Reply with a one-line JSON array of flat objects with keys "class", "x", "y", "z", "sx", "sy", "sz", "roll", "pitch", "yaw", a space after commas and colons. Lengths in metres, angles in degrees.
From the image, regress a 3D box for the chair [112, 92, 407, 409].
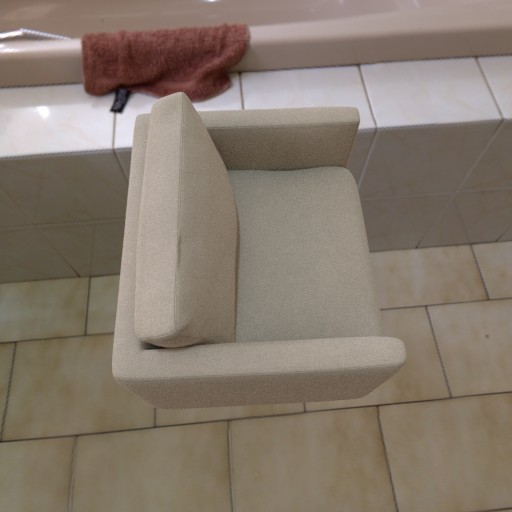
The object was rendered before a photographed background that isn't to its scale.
[{"class": "chair", "x": 0.000, "y": 0.000, "z": 1.835, "sx": 0.959, "sy": 0.961, "sz": 1.107, "roll": -2, "pitch": 64, "yaw": -1}]
